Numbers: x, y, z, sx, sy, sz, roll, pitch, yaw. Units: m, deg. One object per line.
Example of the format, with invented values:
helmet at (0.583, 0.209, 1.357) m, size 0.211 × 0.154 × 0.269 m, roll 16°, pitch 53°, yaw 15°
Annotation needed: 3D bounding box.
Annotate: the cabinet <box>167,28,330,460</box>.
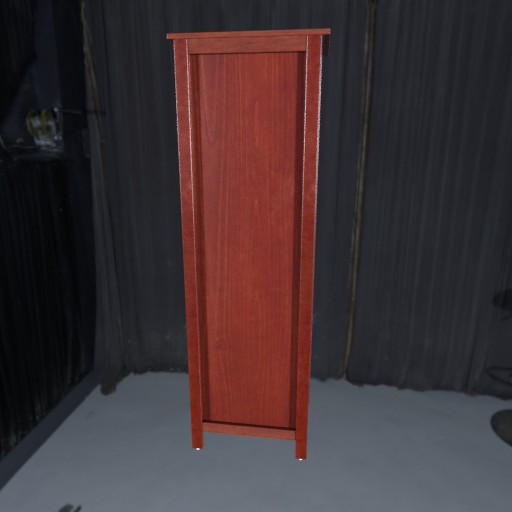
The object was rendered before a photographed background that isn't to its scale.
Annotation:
cabinet at (0.000, 0.000, 1.730) m, size 0.500 × 1.518 × 0.401 m, roll 2°, pitch 16°, yaw 8°
